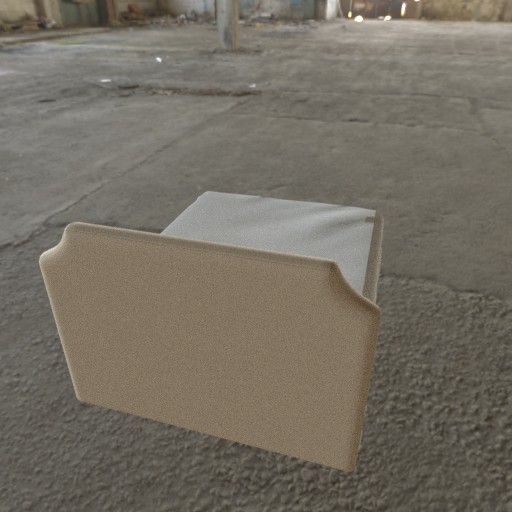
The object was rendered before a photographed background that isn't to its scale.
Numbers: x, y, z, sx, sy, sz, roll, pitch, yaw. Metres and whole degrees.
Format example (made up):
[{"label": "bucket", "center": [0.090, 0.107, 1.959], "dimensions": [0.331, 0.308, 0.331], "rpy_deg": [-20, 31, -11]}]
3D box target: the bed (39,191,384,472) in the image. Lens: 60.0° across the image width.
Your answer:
[{"label": "bed", "center": [0.000, 0.000, 3.759], "dimensions": [2.134, 1.524, 2.548], "rpy_deg": [9, 31, 14]}]
